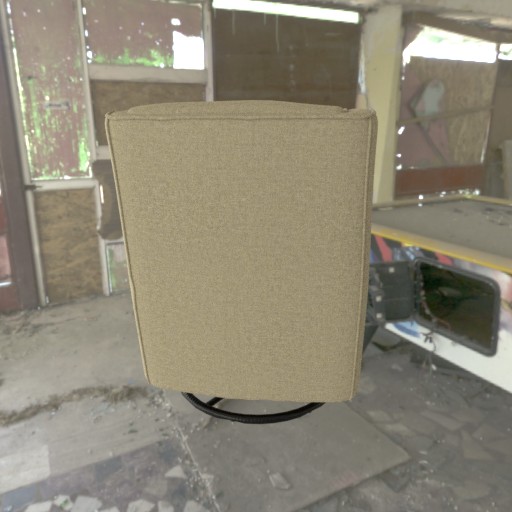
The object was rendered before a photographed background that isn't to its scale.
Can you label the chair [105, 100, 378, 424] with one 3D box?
[{"bbox_3d":[0.000,0.000,1.556,0.732,0.993,0.879,2,16,8],"label":"chair"}]
